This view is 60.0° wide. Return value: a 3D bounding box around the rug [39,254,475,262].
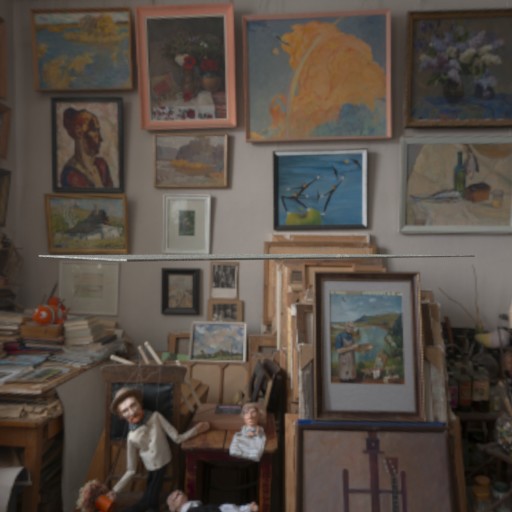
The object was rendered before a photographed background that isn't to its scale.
[{"bbox_3d":[0.000,0.000,4.212,3.353,0.013,2.438,0,1,-36],"label":"rug"}]
